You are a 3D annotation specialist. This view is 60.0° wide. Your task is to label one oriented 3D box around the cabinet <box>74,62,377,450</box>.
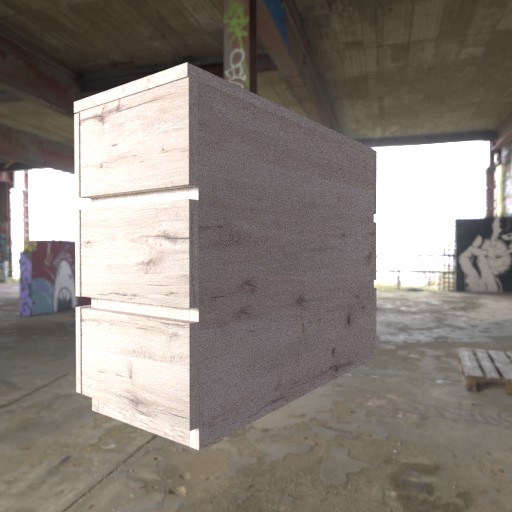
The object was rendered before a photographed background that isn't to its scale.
[{"bbox_3d":[0.000,0.000,1.464,0.420,0.820,1.040,1,1,37],"label":"cabinet"}]
